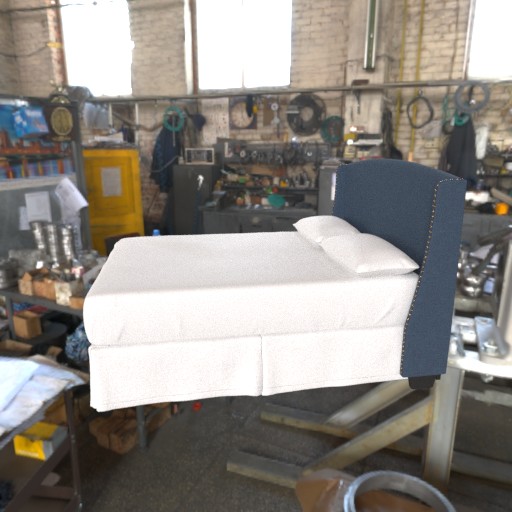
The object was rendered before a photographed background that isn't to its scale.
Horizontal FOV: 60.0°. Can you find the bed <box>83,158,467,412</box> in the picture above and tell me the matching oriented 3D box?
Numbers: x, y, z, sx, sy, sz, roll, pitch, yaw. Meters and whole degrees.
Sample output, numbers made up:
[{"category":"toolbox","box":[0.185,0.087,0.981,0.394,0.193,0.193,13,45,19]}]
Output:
[{"category":"bed","box":[0.000,0.000,3.327,2.237,1.407,1.710,-2,15,-9]}]
